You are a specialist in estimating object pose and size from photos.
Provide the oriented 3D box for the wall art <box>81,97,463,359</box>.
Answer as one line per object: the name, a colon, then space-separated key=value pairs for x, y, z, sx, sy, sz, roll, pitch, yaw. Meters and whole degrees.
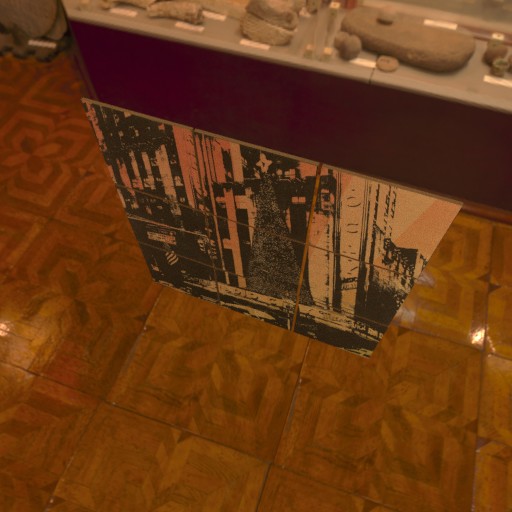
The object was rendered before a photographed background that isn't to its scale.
wall art: x=0.000 y=0.000 z=1.387 sx=0.919 sy=0.917 sz=0.010 roll=18 pitch=59 yaw=11
